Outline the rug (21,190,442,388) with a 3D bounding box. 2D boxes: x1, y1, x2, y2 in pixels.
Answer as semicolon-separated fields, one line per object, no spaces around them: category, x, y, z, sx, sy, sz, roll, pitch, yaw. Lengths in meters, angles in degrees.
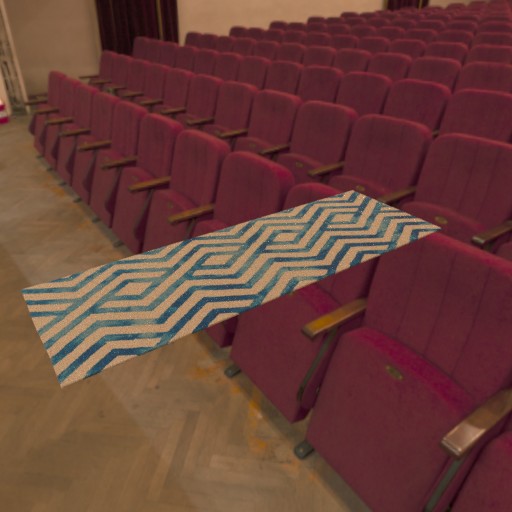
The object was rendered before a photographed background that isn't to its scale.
rug;0.000;0.000;1.611;1.492;0.007;0.503;-19;35;-30
